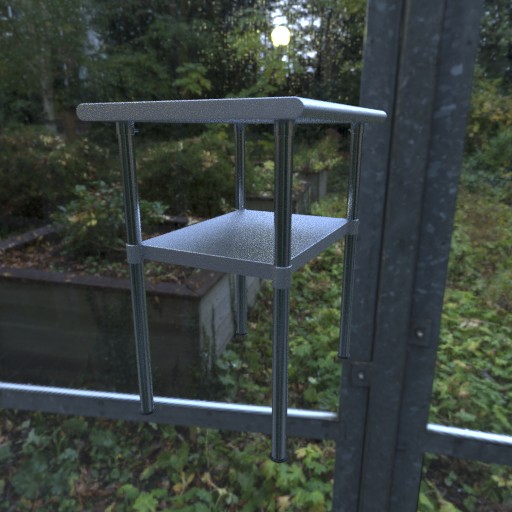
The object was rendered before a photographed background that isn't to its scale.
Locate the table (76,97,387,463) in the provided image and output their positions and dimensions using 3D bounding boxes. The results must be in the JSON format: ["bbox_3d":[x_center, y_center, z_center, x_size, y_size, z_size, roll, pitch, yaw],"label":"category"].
[{"bbox_3d":[0.000,0.000,1.382,0.584,0.876,0.762,8,18,26],"label":"table"}]
